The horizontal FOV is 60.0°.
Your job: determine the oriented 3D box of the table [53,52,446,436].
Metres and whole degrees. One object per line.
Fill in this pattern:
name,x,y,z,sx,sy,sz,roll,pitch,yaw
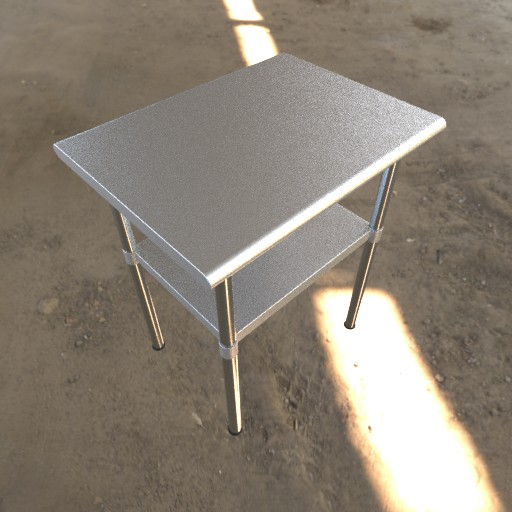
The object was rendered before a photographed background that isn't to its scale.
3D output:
table,0.000,0.000,1.382,0.762,0.876,0.584,-34,55,-28
